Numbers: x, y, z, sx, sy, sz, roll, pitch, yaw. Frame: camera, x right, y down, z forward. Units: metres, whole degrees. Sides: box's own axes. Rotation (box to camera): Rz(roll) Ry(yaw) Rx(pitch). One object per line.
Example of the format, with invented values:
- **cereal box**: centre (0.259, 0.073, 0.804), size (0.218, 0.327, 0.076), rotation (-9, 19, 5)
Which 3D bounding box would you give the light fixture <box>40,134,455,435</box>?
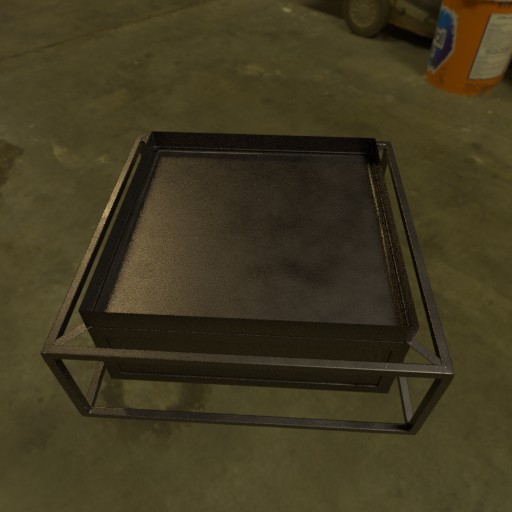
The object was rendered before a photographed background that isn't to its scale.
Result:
- **light fixture**: centre (0.000, 0.000, 0.668), size (0.441, 0.191, 0.441), rotation (2, 47, 2)
